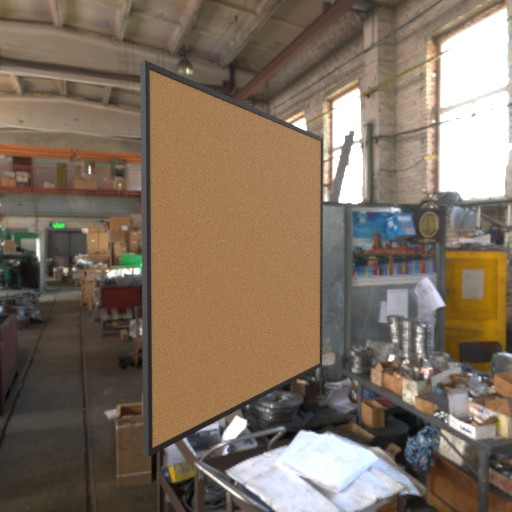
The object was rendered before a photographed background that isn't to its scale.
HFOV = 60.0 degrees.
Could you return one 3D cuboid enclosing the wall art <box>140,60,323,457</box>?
[{"bbox_3d":[0.000,0.000,1.018,0.015,0.663,0.664,1,2,34],"label":"wall art"}]
